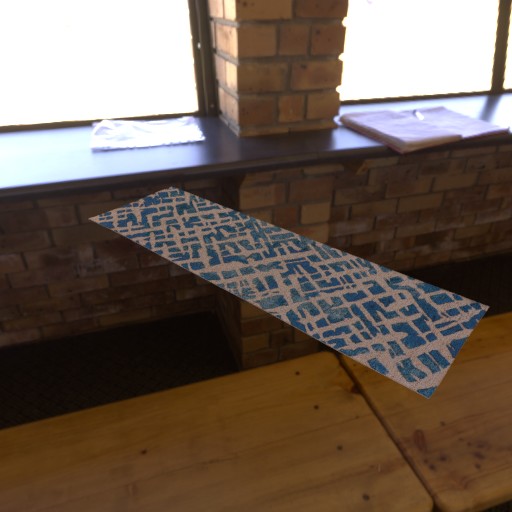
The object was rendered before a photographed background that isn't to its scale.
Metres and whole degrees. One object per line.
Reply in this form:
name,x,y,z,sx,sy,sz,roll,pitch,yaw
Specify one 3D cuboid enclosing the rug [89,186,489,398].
rug,0.000,0.000,2.671,2.446,0.011,0.768,24,38,34
